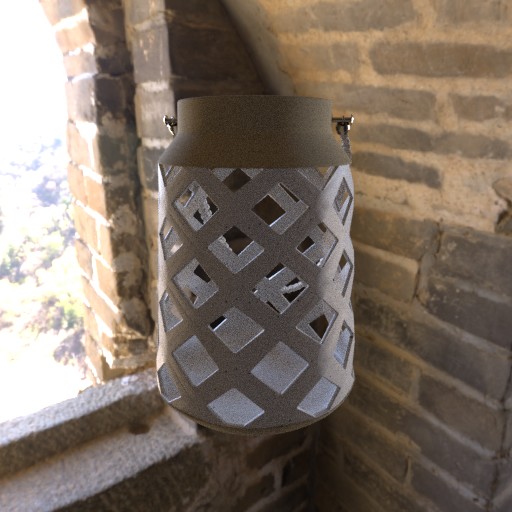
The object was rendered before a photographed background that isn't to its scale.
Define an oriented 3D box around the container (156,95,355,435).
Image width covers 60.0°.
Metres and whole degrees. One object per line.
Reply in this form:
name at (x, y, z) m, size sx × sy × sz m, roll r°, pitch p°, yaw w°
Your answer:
container at (0.000, 0.000, 0.402) m, size 0.188 × 0.264 × 0.198 m, roll 3°, pitch 16°, yaw 9°
